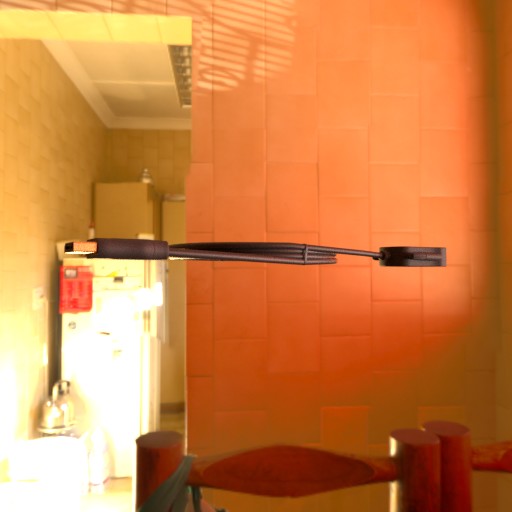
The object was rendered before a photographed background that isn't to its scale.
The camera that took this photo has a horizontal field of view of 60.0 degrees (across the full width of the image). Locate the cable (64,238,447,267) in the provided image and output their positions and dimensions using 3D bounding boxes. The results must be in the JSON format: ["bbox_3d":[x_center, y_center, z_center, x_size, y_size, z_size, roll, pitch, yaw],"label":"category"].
[{"bbox_3d":[0.000,0.000,0.319,0.281,0.015,0.136,1,-2,-36],"label":"cable"}]
